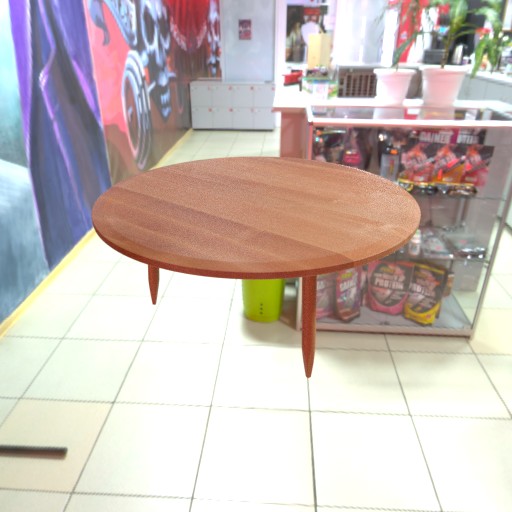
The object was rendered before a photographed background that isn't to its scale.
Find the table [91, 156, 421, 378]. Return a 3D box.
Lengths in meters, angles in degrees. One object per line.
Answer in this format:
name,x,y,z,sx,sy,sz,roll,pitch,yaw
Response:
table,0.000,0.000,1.363,0.900,0.400,0.900,0,27,0
